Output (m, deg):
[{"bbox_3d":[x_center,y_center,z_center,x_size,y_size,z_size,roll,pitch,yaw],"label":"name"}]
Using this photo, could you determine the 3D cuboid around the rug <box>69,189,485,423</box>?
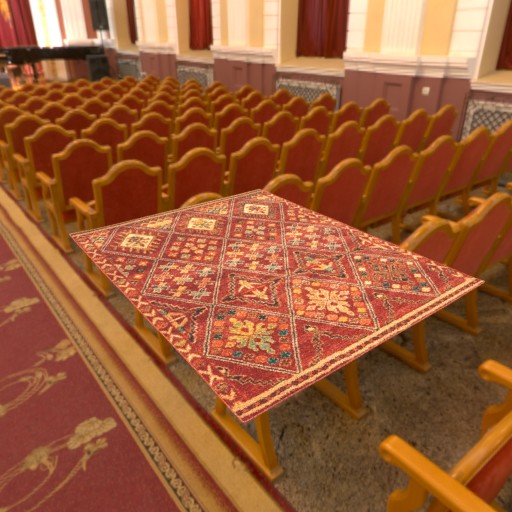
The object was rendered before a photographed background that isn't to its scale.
[{"bbox_3d":[0.000,0.000,4.127,2.489,0.030,3.086,-19,32,-33],"label":"rug"}]
